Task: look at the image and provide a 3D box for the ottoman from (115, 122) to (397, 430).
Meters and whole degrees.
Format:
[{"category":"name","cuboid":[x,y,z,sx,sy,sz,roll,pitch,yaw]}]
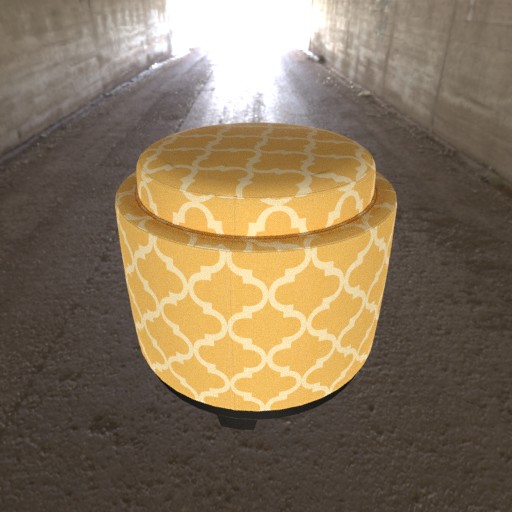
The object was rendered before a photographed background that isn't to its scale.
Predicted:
[{"category":"ottoman","cuboid":[0.000,0.000,0.840,0.480,0.429,0.480,0,30,0]}]
